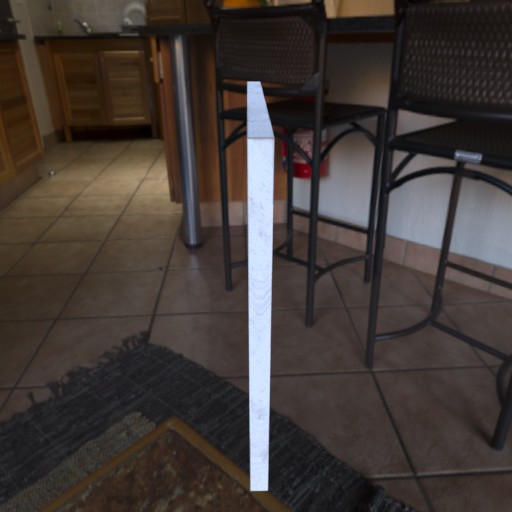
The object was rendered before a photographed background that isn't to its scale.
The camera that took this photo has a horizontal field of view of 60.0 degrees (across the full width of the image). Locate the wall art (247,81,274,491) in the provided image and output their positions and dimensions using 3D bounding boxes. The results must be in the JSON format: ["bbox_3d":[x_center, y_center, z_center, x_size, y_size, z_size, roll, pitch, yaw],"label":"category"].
[{"bbox_3d":[0.000,0.000,1.129,0.038,0.757,0.760,0,27,-1],"label":"wall art"}]
